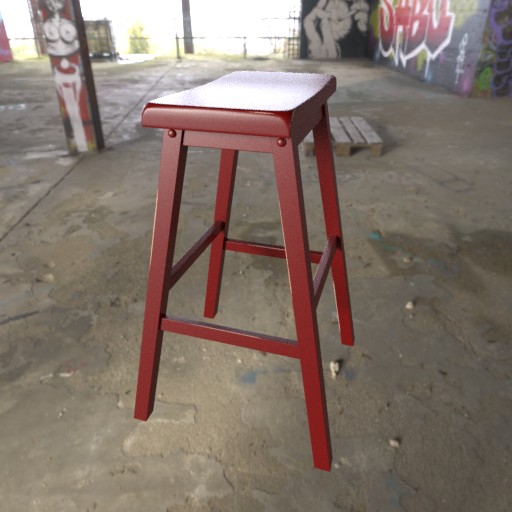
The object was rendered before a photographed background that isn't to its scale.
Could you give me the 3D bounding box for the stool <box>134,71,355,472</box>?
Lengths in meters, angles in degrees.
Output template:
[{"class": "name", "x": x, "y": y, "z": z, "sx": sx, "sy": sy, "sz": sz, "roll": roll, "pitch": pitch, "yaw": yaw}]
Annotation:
[{"class": "stool", "x": 0.000, "y": 0.000, "z": 1.020, "sx": 0.476, "sy": 0.737, "sz": 0.457, "roll": 9, "pitch": 30, "yaw": 15}]
